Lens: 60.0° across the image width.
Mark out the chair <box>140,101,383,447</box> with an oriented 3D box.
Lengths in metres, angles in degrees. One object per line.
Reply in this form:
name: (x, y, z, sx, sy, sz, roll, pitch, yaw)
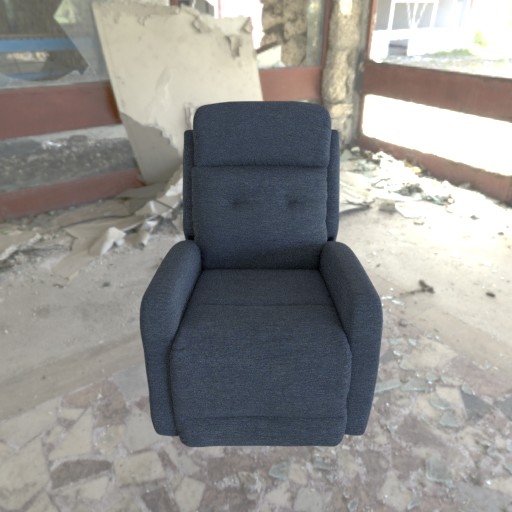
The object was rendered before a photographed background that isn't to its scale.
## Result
chair: (0.000, 0.000, 1.721, 0.798, 1.013, 1.043, 0, 29, 0)
